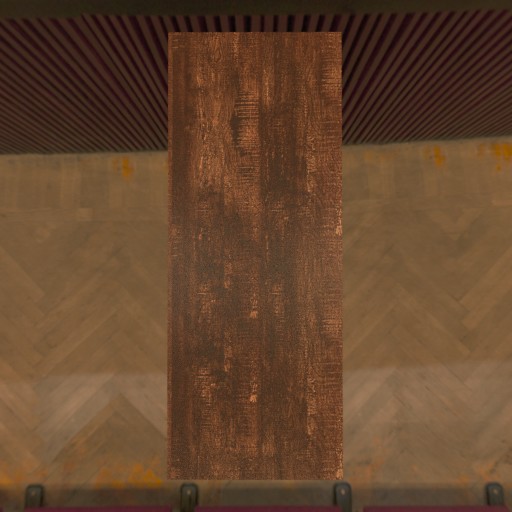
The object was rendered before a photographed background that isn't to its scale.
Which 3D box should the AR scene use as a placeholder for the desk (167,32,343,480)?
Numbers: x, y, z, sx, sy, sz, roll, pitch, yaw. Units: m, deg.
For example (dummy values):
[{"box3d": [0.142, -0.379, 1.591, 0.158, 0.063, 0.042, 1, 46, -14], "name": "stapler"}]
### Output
[{"box3d": [0.000, 0.000, 1.890, 0.599, 0.762, 1.524, 0, 89, 0], "name": "desk"}]
